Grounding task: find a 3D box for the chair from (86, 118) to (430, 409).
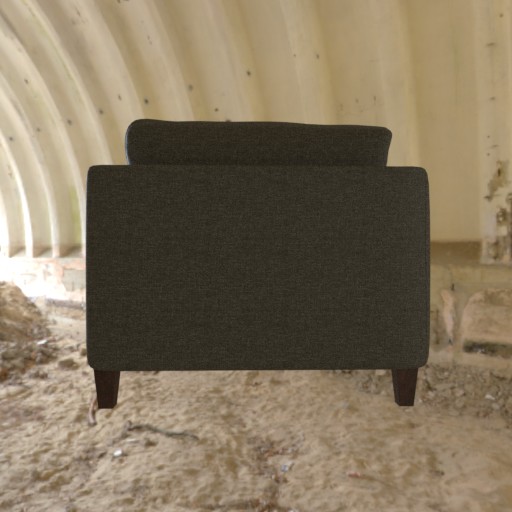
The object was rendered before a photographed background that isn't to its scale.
[{"bbox_3d":[0.000,0.000,1.844,1.107,0.963,0.959,0,0,-1],"label":"chair"}]
